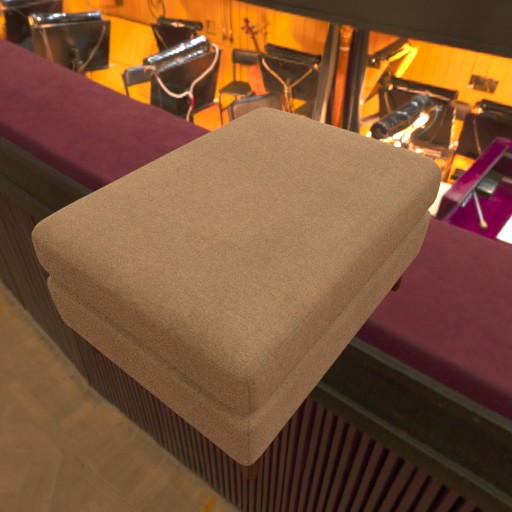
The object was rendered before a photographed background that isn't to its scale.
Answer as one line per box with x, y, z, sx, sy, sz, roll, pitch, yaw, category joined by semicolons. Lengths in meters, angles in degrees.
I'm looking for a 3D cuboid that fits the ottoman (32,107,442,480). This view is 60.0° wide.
0.000;0.000;1.148;0.610;0.478;0.823;27;48;28;ottoman
